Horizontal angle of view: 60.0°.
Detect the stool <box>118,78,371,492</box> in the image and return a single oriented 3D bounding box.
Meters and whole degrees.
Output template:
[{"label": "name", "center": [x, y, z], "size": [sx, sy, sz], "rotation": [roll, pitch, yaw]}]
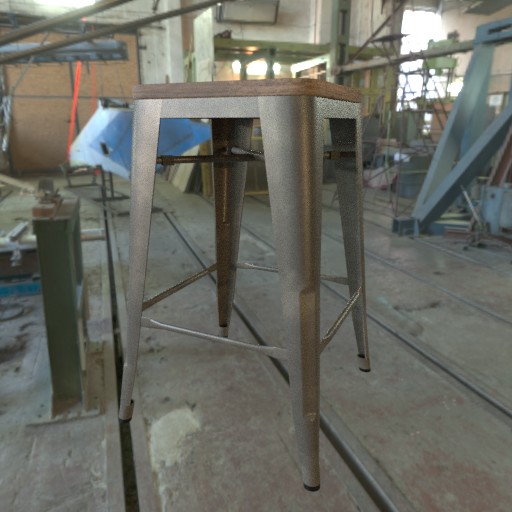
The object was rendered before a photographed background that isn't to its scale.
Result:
[{"label": "stool", "center": [0.000, 0.000, 0.859], "size": [0.407, 0.607, 0.407], "rotation": [8, 19, 24]}]
